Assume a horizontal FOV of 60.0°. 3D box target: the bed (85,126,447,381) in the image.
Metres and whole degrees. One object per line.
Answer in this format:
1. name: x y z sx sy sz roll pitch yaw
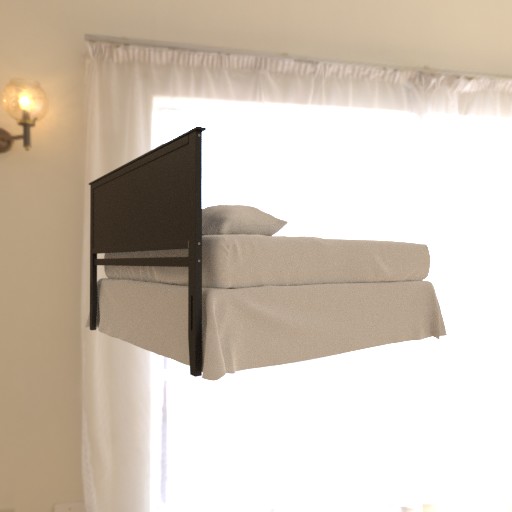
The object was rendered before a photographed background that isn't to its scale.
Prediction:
1. bed: 0.000 0.000 3.700 2.219 1.271 2.315 1 -1 -36
